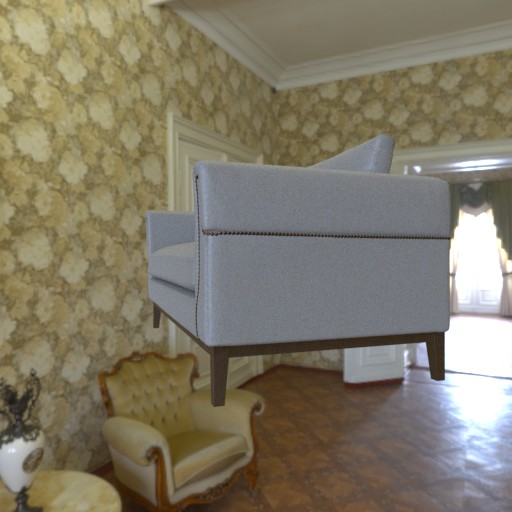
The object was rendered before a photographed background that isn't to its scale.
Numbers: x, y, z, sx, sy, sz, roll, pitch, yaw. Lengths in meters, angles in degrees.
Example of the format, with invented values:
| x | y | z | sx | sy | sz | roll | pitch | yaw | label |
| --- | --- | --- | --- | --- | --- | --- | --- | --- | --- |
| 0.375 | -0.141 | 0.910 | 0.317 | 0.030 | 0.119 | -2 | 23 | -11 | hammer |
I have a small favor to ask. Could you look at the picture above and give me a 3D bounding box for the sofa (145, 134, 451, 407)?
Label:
| x | y | z | sx | sy | sz | roll | pitch | yaw | label |
| --- | --- | --- | --- | --- | --- | --- | --- | --- | --- |
| 0.000 | 0.000 | 2.128 | 0.899 | 0.873 | 1.598 | 0 | 0 | -19 | sofa |
